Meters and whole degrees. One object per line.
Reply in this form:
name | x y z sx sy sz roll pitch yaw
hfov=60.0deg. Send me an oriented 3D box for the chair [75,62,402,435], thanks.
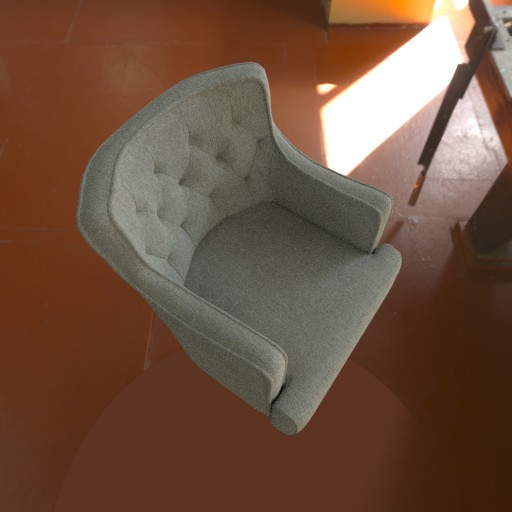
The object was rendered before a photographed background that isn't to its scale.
chair | 0.000 0.000 1.584 0.910 0.920 0.820 31 63 18
